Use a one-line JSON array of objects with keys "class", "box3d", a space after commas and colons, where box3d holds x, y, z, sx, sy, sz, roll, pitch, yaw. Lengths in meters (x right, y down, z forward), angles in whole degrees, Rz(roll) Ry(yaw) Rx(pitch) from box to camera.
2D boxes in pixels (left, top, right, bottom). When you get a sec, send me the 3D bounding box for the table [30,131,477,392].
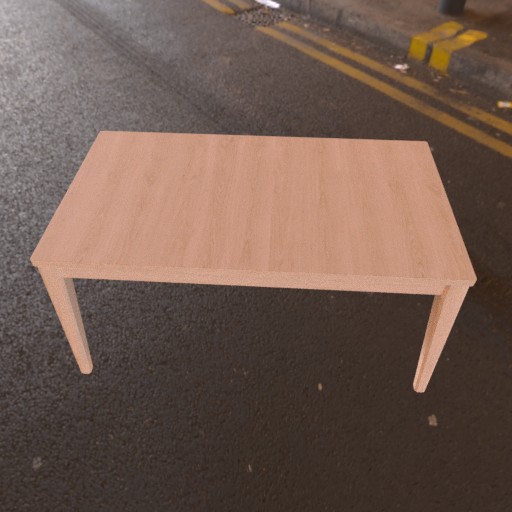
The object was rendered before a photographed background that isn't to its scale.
[{"class": "table", "box3d": [0.000, 0.000, 2.080, 1.600, 0.760, 0.900, 3, 47, 2]}]
